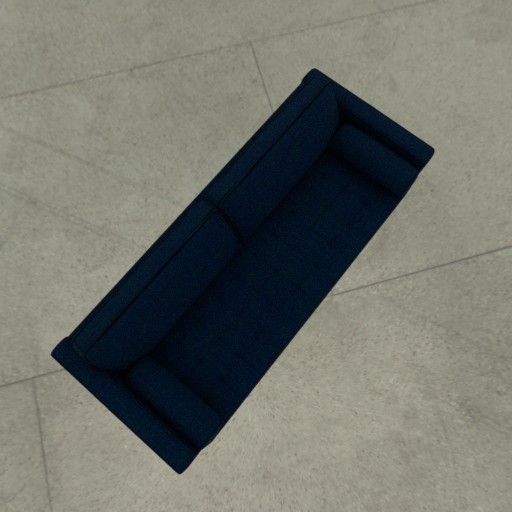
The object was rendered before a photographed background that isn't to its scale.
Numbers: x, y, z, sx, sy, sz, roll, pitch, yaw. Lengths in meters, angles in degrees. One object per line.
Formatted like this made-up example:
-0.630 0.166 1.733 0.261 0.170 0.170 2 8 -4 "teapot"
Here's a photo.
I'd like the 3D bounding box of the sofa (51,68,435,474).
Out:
0.000 0.000 2.560 0.914 0.762 2.210 38 78 10 "sofa"
